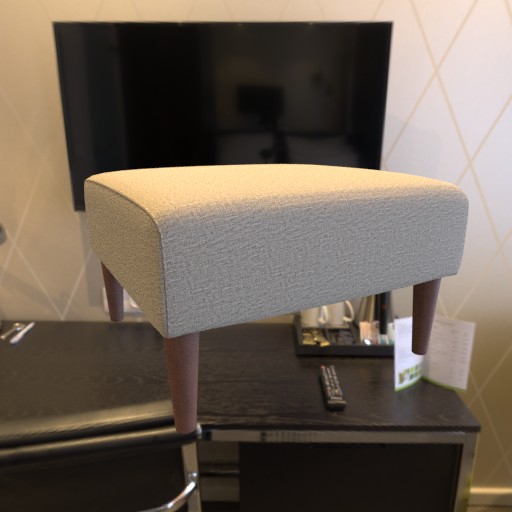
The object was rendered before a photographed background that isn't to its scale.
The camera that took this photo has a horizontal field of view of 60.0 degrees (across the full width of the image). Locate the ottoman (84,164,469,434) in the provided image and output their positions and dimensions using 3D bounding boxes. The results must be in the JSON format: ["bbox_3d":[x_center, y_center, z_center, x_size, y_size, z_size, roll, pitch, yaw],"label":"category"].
[{"bbox_3d":[0.000,0.000,1.030,0.650,0.398,0.649,-8,17,-28],"label":"ottoman"}]
